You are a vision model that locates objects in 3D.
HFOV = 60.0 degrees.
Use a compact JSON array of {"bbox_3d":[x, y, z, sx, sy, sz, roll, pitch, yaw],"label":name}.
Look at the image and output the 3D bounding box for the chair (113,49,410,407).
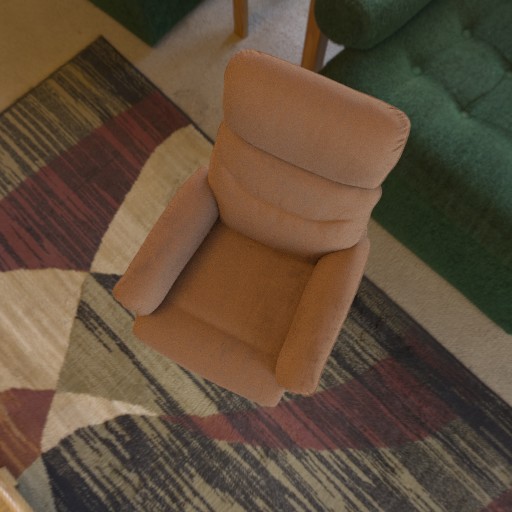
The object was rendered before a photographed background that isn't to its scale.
[{"bbox_3d":[0.000,0.000,1.727,0.820,1.037,1.004,25,76,7],"label":"chair"}]
